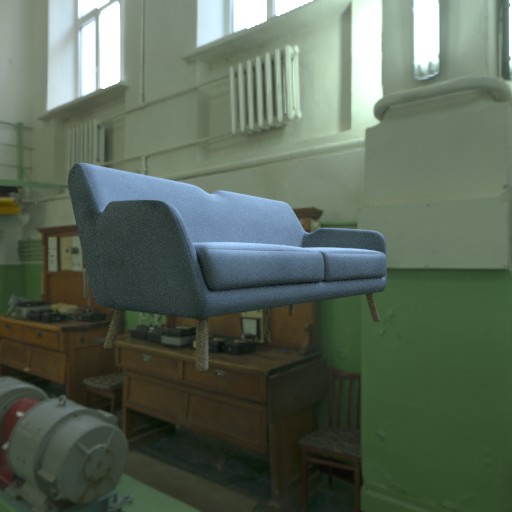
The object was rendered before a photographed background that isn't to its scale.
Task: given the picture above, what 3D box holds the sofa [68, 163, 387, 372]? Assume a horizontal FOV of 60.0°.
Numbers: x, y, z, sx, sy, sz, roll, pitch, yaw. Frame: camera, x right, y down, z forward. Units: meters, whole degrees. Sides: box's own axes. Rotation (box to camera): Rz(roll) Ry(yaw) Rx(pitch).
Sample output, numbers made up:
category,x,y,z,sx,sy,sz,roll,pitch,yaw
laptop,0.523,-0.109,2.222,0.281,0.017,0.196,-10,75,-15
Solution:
category,x,y,z,sx,sy,sz,roll,pitch,yaw
sofa,0.000,0.000,2.365,0.850,0.810,1.870,-1,-1,37
